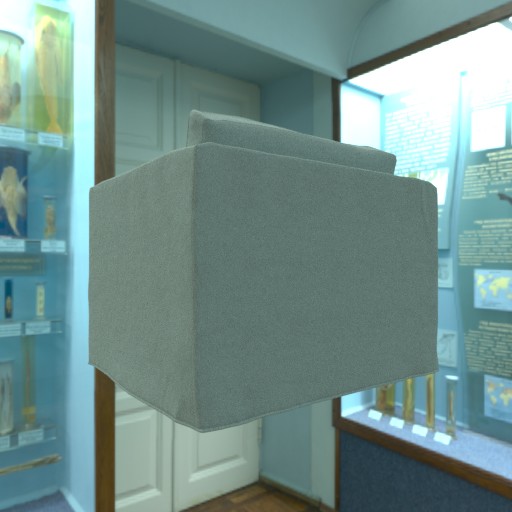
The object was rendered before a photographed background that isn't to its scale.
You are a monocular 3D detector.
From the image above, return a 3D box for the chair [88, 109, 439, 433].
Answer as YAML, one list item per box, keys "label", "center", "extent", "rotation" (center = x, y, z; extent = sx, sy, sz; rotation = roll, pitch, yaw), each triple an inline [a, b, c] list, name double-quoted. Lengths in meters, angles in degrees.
- label: "chair"
  center: [0.000, 0.000, 1.723]
  extent: [1.057, 0.863, 0.949]
  rotation: [0, 0, -36]
